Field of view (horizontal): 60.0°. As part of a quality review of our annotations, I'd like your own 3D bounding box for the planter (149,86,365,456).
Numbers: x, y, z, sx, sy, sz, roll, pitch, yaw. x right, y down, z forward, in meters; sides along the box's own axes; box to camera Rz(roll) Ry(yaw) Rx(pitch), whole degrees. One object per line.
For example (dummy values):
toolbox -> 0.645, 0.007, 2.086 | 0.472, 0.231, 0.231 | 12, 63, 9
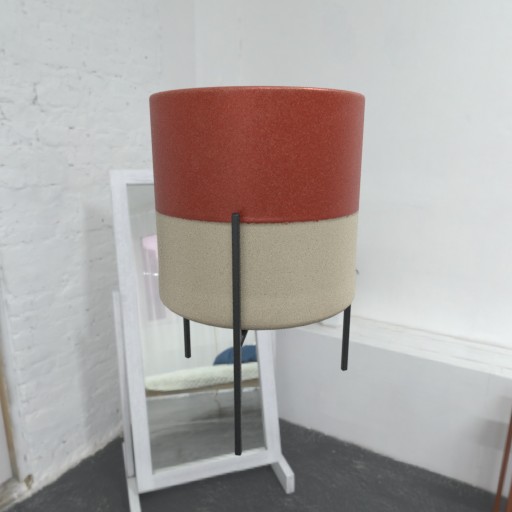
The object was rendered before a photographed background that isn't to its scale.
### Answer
planter -> 0.000, 0.000, 0.524 | 0.235, 0.354, 0.251 | 2, 15, 9
